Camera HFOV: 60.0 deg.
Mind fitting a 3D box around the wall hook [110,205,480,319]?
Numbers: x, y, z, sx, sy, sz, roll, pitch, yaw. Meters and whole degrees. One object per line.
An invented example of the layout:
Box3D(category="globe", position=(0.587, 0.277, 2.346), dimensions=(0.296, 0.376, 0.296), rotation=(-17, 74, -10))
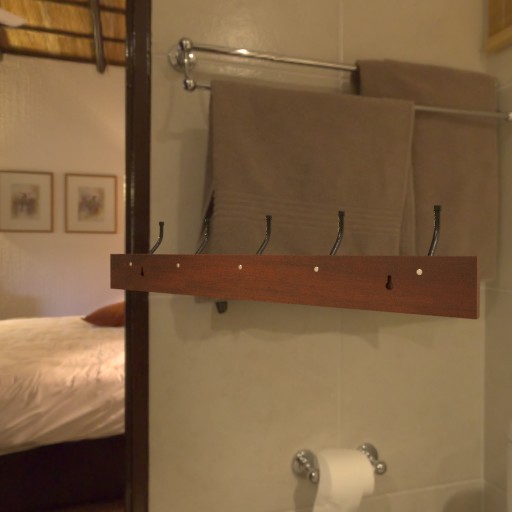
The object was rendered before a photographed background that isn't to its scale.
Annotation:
Box3D(category="wall hook", position=(0.000, 0.000, 0.616), dimensions=(0.571, 0.117, 0.071), rotation=(0, 1, 37))
